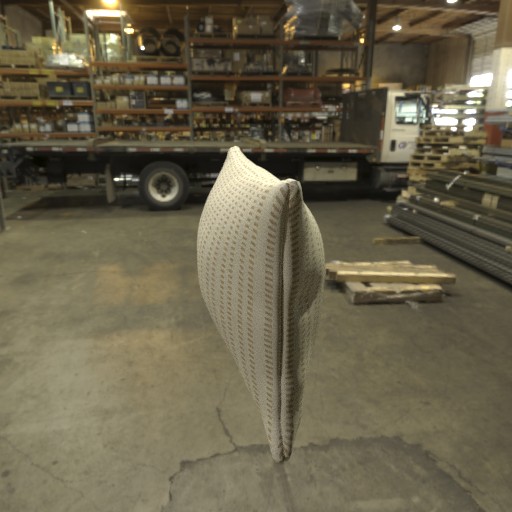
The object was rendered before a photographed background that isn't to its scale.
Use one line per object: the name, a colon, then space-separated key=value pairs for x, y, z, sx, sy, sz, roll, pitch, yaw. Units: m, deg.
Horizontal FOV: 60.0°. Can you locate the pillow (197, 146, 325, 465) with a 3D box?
pillow: x=0.000 y=0.000 z=0.801 sx=0.210 sy=0.353 sz=0.640 roll=-2 pitch=17 yaw=-8
